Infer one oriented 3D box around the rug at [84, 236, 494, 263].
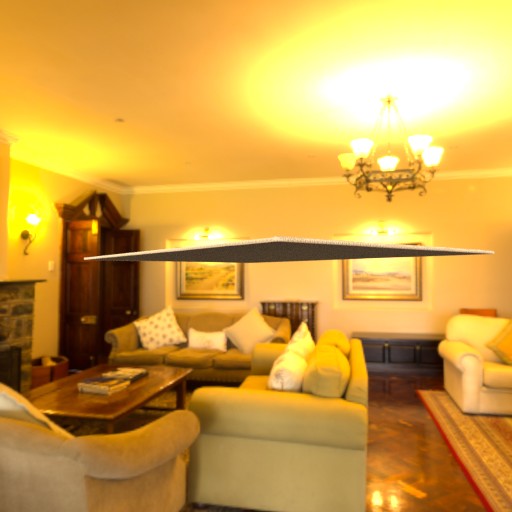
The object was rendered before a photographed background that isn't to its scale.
[{"bbox_3d":[0.000,0.000,2.287,1.225,0.015,1.840,2,-3,-37],"label":"rug"}]
